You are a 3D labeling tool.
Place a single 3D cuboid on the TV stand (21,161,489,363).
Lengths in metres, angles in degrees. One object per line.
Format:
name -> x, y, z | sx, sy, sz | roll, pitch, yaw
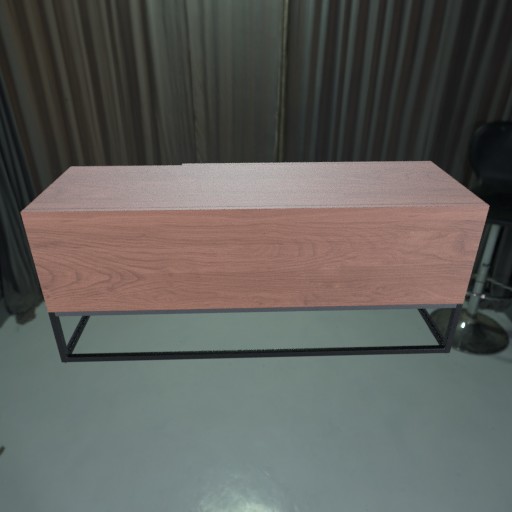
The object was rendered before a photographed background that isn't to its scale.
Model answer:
TV stand -> 0.000, 0.000, 1.433 | 1.200, 0.500, 0.415 | -1, 29, -2
